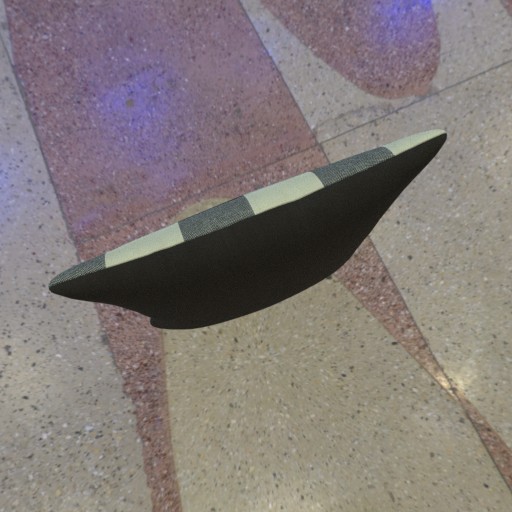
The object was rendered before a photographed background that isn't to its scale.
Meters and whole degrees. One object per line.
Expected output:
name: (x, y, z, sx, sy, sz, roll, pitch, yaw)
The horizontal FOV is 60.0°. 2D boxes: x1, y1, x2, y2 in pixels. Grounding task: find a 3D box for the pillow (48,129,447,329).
pillow: (0.000, 0.000, 0.769, 0.511, 0.509, 0.161, -22, 78, -5)
